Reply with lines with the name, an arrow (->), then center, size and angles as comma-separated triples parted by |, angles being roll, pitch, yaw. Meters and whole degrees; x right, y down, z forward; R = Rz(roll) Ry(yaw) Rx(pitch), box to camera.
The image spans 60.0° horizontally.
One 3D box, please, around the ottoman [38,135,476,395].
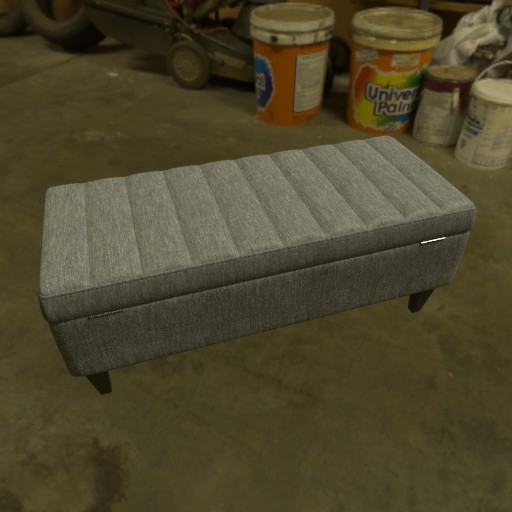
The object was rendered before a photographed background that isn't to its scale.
ottoman -> 0.000, 0.000, 1.383 | 1.151, 0.469, 0.482 | -12, 42, -13
